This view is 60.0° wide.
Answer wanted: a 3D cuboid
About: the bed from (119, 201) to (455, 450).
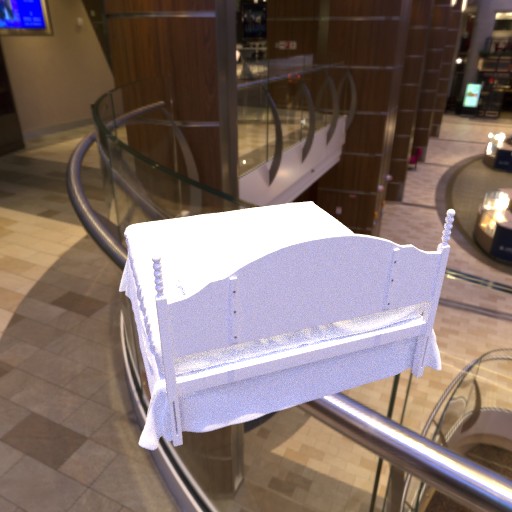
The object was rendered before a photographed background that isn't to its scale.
[{"bbox_3d":[0.000,0.000,3.729,2.322,1.355,2.219,-9,28,-18],"label":"bed"}]
